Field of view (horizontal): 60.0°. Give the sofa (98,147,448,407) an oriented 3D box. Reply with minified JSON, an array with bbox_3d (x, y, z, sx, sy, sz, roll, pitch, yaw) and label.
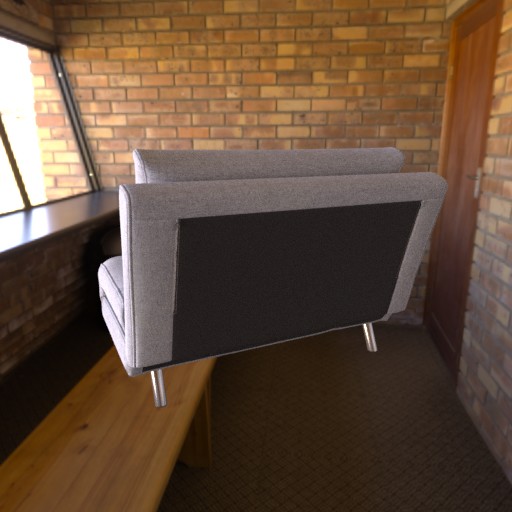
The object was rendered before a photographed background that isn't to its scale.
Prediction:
[{"bbox_3d":[0.000,0.000,1.909,1.220,0.910,0.910,-7,16,-25],"label":"sofa"}]
